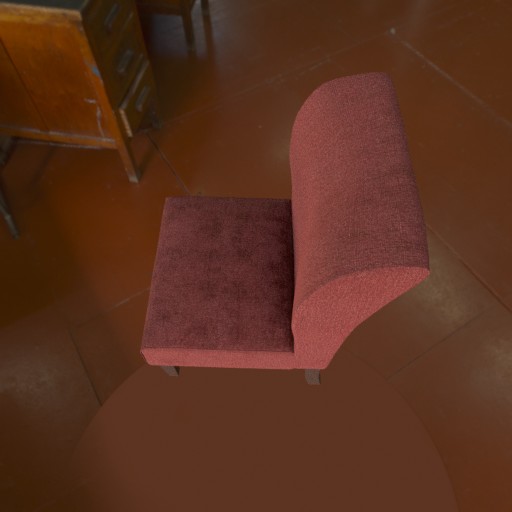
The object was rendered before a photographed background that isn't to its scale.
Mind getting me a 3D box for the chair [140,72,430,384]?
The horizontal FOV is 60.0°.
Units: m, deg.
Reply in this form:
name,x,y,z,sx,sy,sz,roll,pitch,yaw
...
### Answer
name,x,y,z,sx,sy,sz,roll,pitch,yaw
chair,0.000,0.000,1.256,0.640,0.846,0.538,2,59,1
